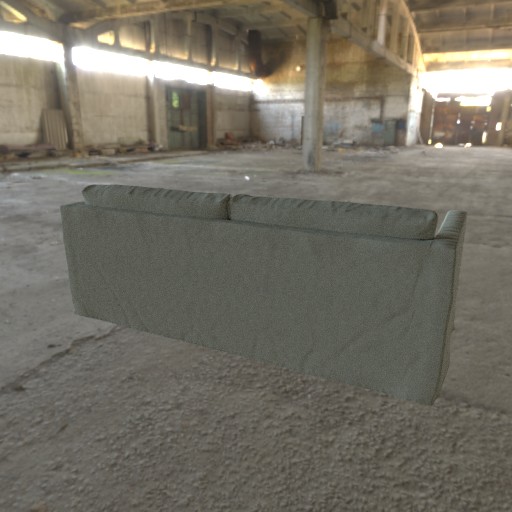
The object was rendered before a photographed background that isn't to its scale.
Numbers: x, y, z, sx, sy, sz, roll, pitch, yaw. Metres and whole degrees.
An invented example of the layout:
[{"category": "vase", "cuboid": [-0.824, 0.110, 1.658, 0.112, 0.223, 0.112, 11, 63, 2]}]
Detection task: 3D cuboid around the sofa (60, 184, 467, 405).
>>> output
[{"category": "sofa", "cuboid": [0.000, 0.000, 2.736, 2.312, 0.853, 0.962, 8, 18, 26]}]
